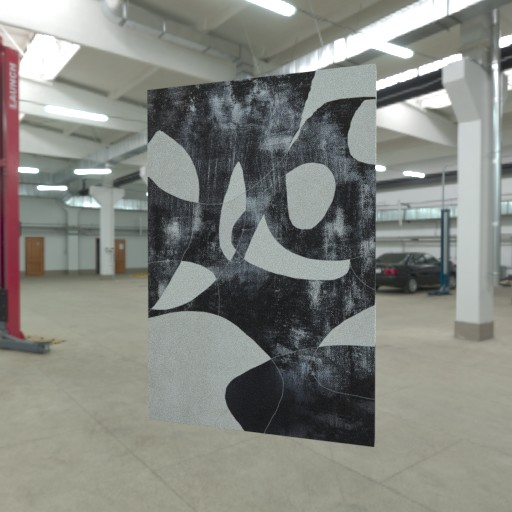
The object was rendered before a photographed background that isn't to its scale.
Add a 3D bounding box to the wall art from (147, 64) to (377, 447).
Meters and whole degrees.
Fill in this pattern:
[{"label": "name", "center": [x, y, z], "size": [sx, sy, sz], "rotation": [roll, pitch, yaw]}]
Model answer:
[{"label": "wall art", "center": [0.000, 0.000, 0.781], "size": [0.407, 0.610, 0.039], "rotation": [0, 1, 17]}]
